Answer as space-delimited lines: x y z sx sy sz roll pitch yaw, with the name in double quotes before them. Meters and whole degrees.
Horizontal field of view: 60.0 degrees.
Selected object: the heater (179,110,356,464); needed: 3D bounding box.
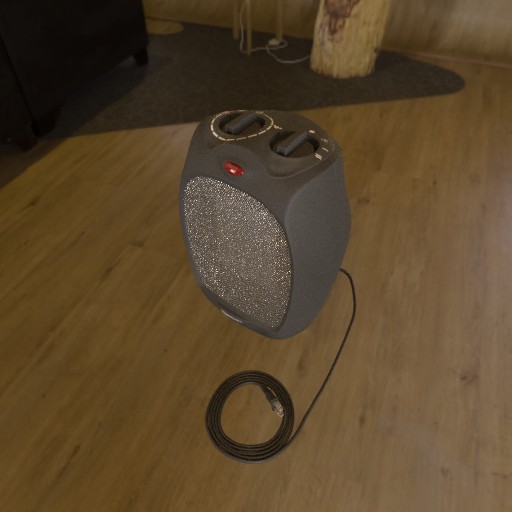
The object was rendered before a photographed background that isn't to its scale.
"heater" 0.000 0.000 0.466 0.239 0.240 0.291 29 51 26
